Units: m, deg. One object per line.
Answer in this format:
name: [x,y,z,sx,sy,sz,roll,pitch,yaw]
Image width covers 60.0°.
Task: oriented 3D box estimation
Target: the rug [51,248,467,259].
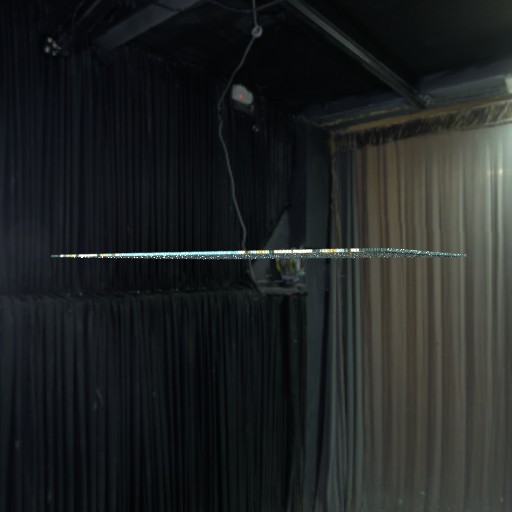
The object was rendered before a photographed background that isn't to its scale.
rug: [0.000,0.000,2.323,1.811,0.010,1.212,-1,-1,36]
